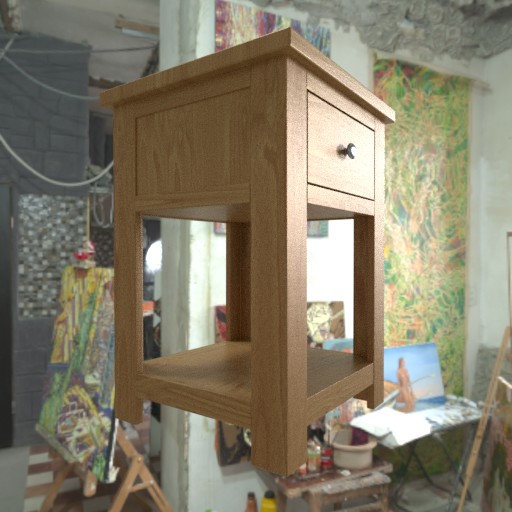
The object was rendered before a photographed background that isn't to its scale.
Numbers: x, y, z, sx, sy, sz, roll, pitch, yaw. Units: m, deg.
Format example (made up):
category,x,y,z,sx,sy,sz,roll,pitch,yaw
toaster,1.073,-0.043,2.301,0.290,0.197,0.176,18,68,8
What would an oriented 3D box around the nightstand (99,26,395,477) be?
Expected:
category,x,y,z,sx,sy,sz,roll,pitch,yaw
nightstand,0.000,0.000,0.884,0.418,0.614,0.428,0,0,36
